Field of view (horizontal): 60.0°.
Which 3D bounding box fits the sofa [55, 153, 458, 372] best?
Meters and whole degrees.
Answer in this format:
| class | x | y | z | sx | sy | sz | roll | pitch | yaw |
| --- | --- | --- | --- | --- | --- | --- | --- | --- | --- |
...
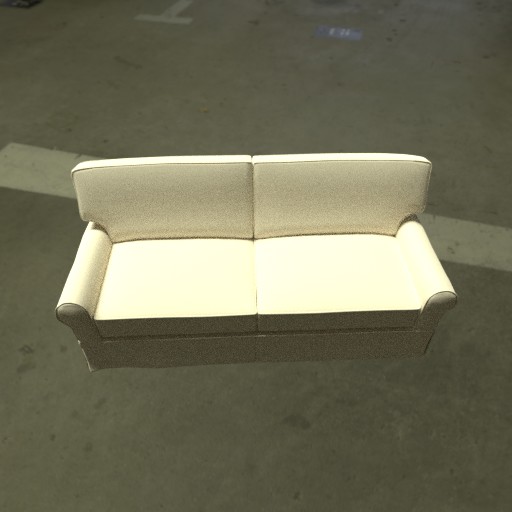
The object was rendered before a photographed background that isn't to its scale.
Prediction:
| class | x | y | z | sx | sy | sz | roll | pitch | yaw |
| --- | --- | --- | --- | --- | --- | --- | --- | --- | --- |
| sofa | 0.000 | 0.000 | 2.510 | 2.021 | 0.937 | 0.862 | -2 | 45 | -2 |
